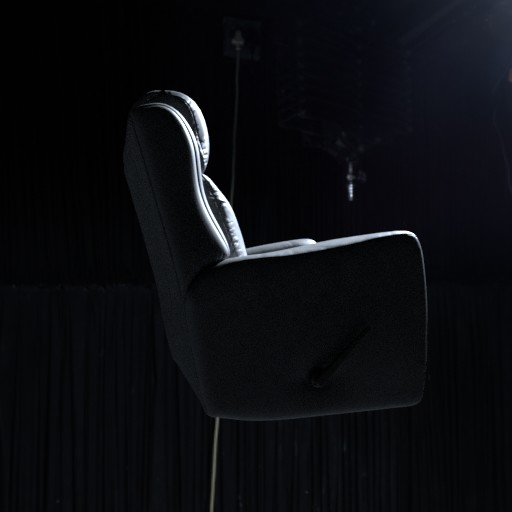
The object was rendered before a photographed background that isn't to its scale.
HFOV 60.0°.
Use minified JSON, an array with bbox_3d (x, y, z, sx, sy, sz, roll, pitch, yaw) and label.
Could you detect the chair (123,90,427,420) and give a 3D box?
[{"bbox_3d":[0.000,0.000,1.874,1.068,1.116,0.967,0,-1,-18],"label":"chair"}]
